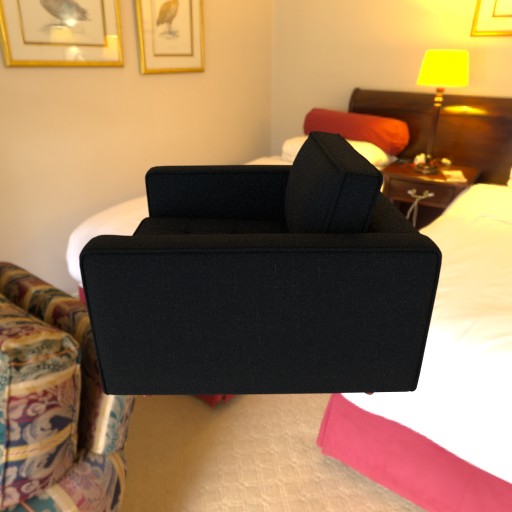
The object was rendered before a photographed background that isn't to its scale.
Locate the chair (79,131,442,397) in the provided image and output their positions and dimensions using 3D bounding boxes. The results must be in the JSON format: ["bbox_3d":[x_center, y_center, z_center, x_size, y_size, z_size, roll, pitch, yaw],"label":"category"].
[{"bbox_3d":[0.000,0.000,1.555,0.920,0.770,0.899,0,25,-1],"label":"chair"}]
